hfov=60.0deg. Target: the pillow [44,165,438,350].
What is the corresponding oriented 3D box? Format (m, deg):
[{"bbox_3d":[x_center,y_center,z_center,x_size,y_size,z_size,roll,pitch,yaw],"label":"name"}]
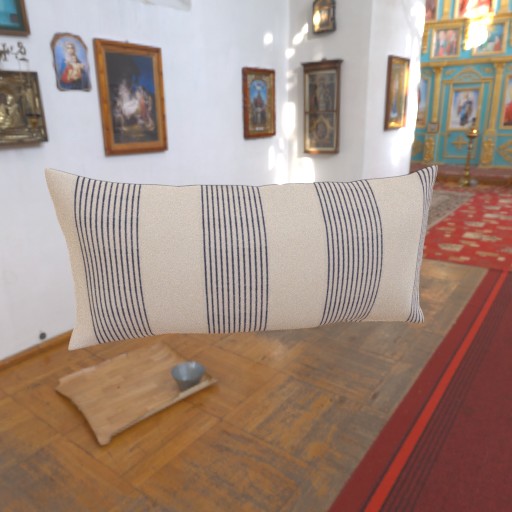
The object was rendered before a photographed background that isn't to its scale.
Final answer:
[{"bbox_3d":[0.000,0.000,0.714,0.610,0.287,0.151,-3,17,-8],"label":"pillow"}]
